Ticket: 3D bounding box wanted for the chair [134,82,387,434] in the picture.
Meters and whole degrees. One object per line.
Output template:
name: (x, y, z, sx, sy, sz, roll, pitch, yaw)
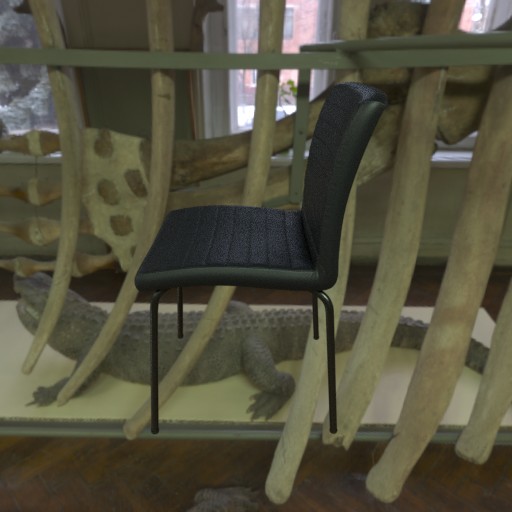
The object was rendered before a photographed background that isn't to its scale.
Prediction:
chair: (0.000, 0.000, 1.216, 0.572, 0.872, 0.450, 0, 26, 1)
